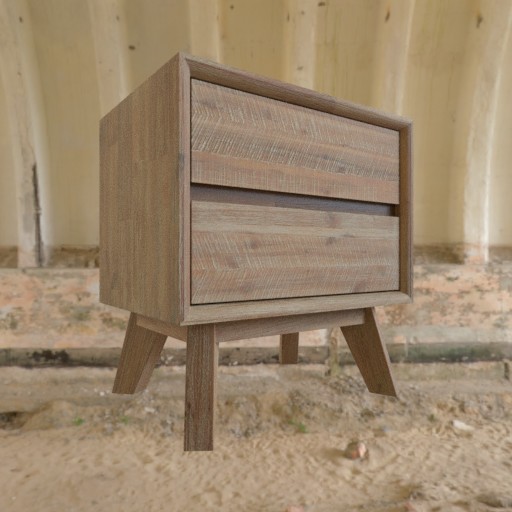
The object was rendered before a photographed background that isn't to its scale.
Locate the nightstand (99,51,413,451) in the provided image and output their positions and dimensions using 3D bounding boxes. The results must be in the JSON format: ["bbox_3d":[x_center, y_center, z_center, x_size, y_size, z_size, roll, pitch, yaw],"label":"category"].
[{"bbox_3d":[0.000,0.000,0.958,0.552,0.589,0.396,0,0,-35],"label":"nightstand"}]
